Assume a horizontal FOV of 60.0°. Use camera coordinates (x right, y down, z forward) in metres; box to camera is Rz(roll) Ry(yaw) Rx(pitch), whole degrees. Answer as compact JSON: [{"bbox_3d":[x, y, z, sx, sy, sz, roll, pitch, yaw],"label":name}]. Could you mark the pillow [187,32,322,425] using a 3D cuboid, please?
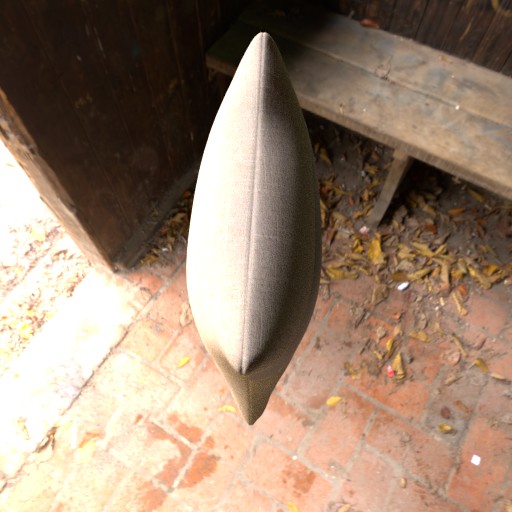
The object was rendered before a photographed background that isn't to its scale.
[{"bbox_3d":[0.000,0.000,0.622,0.173,0.399,0.414,2,63,1],"label":"pillow"}]
